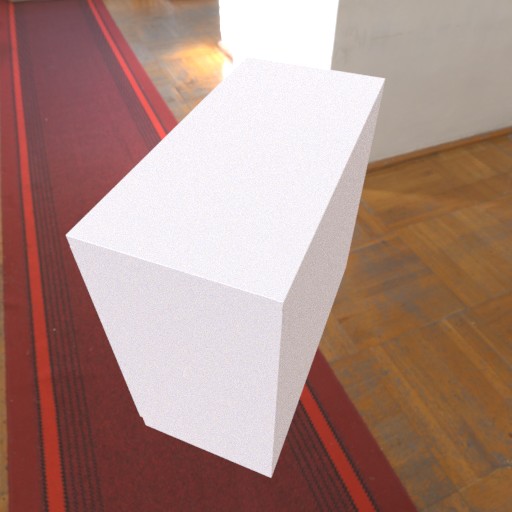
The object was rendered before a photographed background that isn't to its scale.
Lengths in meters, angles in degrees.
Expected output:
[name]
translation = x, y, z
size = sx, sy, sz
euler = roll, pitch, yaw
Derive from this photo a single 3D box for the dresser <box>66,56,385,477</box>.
[dresser]
translation = 0.000, 0.000, 1.240
size = 0.420, 0.740, 0.830
euler = 16, 47, 15
